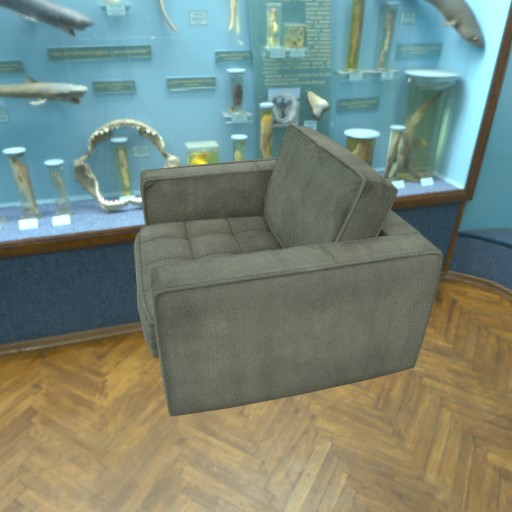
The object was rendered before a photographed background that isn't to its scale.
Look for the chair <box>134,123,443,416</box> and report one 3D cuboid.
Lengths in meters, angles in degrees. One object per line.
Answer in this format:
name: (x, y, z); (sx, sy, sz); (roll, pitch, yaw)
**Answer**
chair: (0.000, 0.000, 1.574); (0.843, 0.773, 0.928); (-7, 31, -13)
